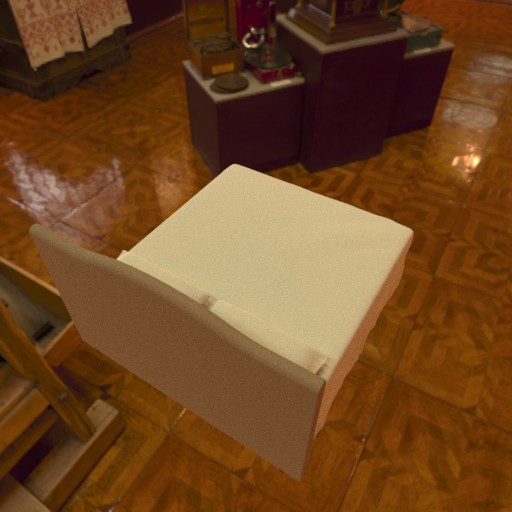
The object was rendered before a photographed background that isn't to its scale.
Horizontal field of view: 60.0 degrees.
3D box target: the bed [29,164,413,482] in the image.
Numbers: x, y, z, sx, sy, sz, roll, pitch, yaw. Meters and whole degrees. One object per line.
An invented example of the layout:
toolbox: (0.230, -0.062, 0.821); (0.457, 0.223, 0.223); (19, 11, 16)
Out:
bed: (0.000, 0.000, 3.505); (2.083, 1.421, 2.182); (24, 50, 22)
